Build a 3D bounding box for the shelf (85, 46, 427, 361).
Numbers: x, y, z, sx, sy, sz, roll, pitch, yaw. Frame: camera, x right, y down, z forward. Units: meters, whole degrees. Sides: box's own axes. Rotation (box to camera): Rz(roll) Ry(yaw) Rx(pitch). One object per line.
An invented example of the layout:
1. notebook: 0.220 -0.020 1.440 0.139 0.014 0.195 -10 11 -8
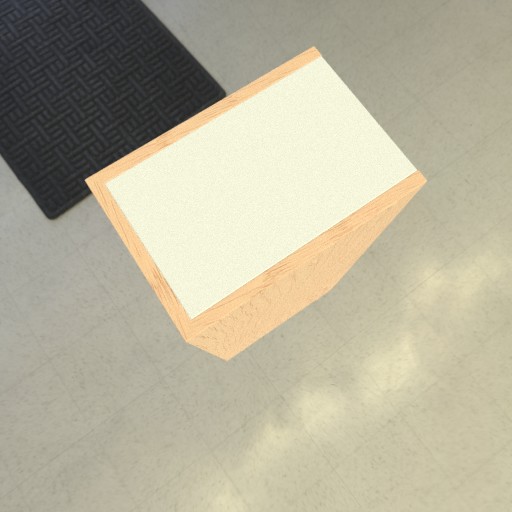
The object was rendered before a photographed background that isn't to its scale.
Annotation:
1. shelf: 0.000 0.000 0.743 0.290 0.600 0.200 -33 78 -8
